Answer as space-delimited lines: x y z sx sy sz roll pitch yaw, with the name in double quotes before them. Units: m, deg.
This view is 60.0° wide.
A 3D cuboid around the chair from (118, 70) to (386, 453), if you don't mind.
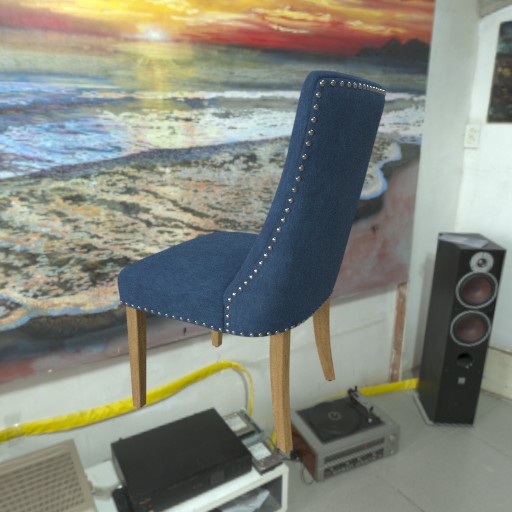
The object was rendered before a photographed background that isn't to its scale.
"chair" 0.000 0.000 1.239 0.610 0.902 0.495 9 19 27
